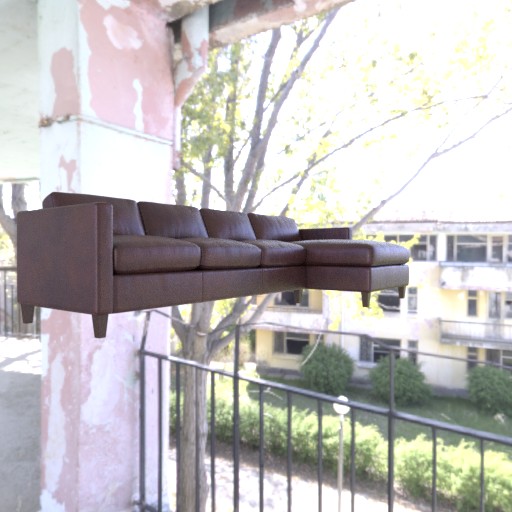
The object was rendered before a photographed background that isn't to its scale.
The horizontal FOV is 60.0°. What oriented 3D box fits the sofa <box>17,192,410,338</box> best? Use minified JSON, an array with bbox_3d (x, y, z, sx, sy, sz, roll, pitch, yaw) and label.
[{"bbox_3d":[0.000,0.000,3.742,1.581,0.883,3.203,0,1,37],"label":"sofa"}]
